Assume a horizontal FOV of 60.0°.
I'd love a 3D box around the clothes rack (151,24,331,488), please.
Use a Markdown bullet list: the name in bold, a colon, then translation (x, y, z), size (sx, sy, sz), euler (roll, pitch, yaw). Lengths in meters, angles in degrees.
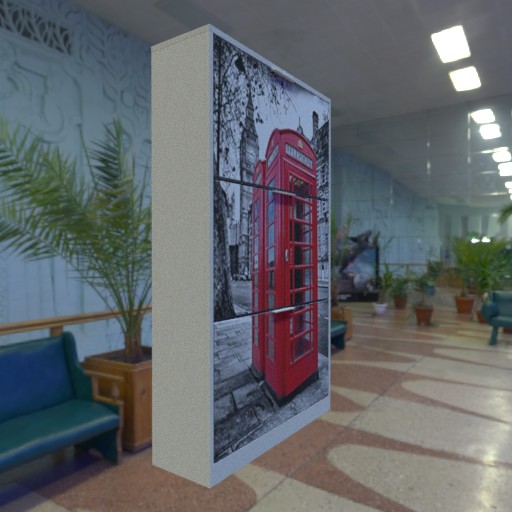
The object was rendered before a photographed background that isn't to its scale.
- **clothes rack**: translation (0.000, 0.000, 1.590), size (0.250, 1.280, 0.750), euler (0, 1, 36)
